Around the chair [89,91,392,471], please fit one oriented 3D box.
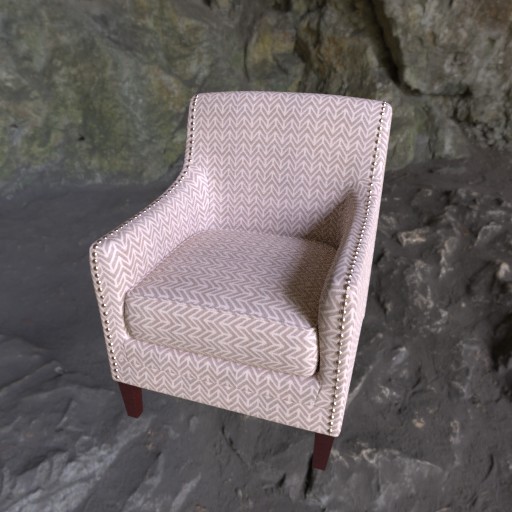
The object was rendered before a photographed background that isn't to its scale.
[{"bbox_3d":[0.000,0.000,1.259,0.623,0.816,0.651,9,28,16],"label":"chair"}]
